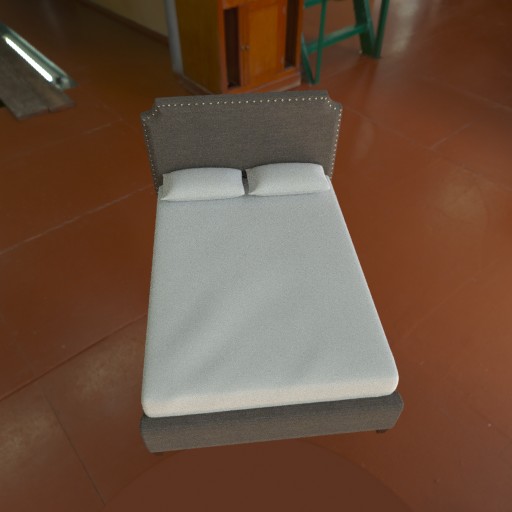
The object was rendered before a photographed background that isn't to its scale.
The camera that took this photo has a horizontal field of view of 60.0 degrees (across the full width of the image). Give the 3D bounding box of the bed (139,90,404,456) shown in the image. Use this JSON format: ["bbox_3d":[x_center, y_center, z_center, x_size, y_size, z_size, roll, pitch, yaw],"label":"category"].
[{"bbox_3d":[0.000,0.000,3.404,1.713,1.457,2.381,-4,47,-4],"label":"bed"}]
